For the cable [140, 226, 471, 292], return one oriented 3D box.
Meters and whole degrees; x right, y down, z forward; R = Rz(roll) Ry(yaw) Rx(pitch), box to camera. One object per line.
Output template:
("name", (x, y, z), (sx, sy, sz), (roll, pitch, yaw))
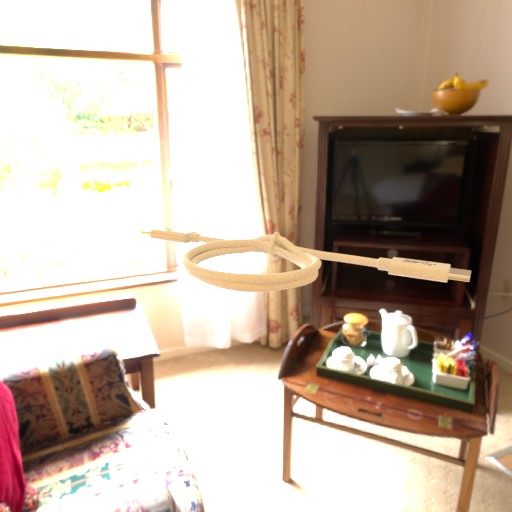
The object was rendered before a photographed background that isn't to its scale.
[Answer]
("cable", (0.000, 0.000, 0.214), (0.186, 0.014, 0.070), (8, 18, 27))
